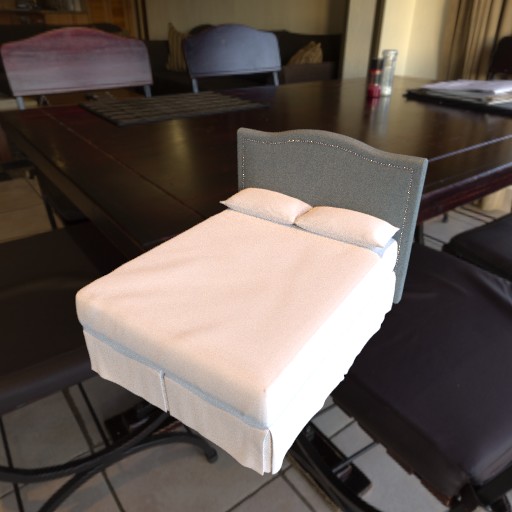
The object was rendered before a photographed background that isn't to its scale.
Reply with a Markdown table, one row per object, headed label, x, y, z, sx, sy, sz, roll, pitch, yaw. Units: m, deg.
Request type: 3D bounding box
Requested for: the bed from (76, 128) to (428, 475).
| label | x | y | z | sx | sy | sz | roll | pitch | yaw |
| --- | --- | --- | --- | --- | --- | --- | --- | --- | --- |
| bed | 0.000 | 0.000 | 3.345 | 1.753 | 1.460 | 2.143 | 19 | 34 | 29 |
